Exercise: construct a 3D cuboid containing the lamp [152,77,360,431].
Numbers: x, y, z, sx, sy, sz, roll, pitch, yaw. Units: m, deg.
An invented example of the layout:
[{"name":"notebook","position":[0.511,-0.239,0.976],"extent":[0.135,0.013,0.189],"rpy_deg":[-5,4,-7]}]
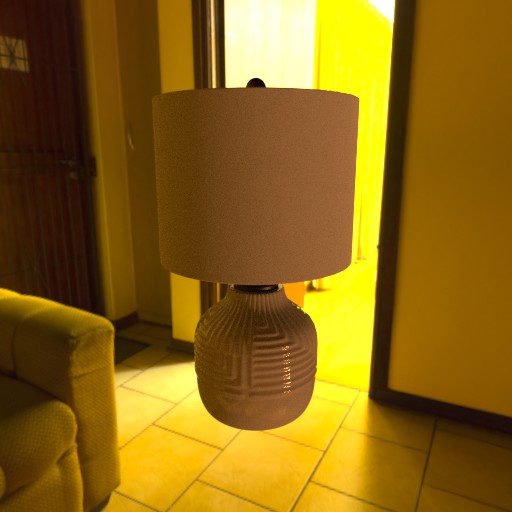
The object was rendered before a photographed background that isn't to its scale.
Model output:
[{"name":"lamp","position":[0.000,0.000,0.751],"extent":[0.318,0.567,0.318],"rpy_deg":[0,14,0]}]
